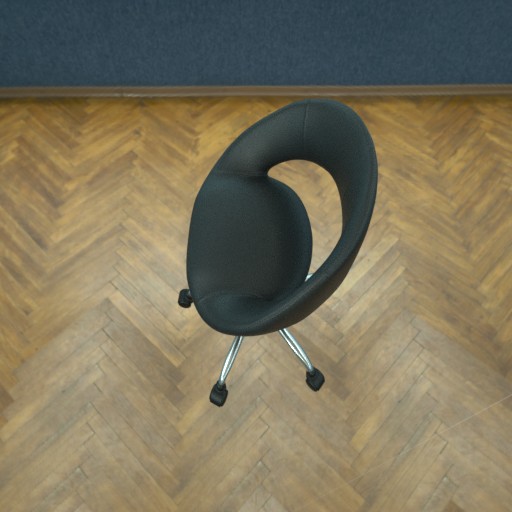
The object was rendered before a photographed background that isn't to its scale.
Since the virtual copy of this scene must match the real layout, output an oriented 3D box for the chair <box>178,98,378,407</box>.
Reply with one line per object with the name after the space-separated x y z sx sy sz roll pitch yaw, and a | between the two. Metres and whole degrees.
0.000 0.000 1.181 0.538 0.791 0.612 0 58 0 | chair
